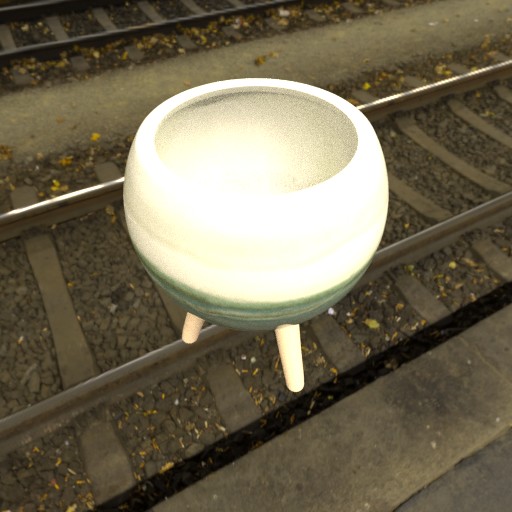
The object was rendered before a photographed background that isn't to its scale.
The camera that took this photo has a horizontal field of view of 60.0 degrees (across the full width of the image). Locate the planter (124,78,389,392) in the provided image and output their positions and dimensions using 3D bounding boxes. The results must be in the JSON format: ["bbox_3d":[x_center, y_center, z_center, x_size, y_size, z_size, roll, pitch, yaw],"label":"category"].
[{"bbox_3d":[0.000,0.000,0.438,0.222,0.278,0.222,0,47,0],"label":"planter"}]
